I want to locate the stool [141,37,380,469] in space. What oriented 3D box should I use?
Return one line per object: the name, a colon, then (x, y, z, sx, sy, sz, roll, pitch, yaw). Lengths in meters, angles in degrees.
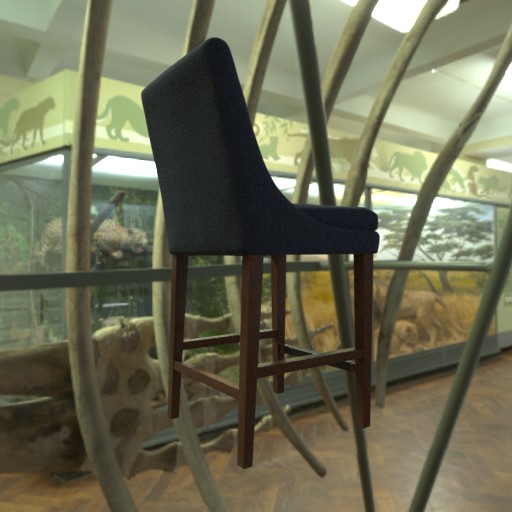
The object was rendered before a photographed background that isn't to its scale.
stool: (0.000, 0.000, 1.293, 0.577, 0.981, 0.470, 0, 0, -36)
